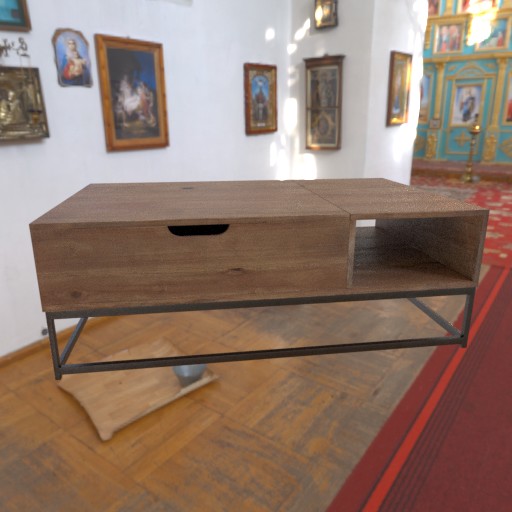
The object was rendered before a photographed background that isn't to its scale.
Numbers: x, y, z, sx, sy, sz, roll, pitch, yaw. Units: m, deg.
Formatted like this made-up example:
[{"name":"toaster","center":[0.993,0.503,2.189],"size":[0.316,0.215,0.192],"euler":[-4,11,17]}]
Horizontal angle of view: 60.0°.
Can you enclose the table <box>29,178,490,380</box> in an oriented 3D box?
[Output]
[{"name":"table","center":[0.000,0.000,1.411],"size":[1.101,0.395,0.655],"euler":[-3,17,-8]}]
